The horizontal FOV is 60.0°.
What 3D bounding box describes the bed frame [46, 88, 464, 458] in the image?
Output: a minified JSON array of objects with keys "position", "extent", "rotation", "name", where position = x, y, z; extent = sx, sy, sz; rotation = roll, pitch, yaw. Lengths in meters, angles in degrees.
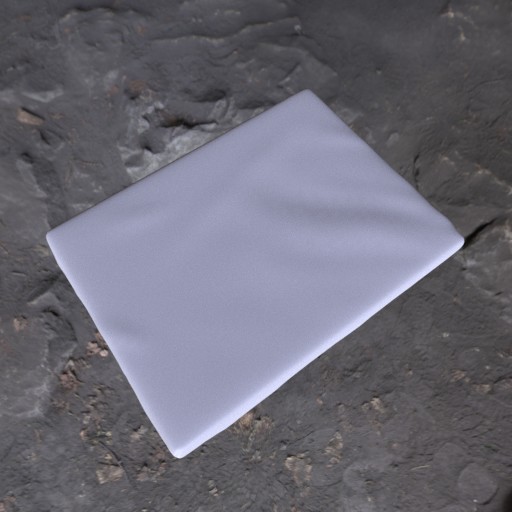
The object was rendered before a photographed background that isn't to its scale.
[{"position":[0.000,0.000,2.966],"extent":[2.151,0.667,1.584],"rotation":[-33,69,-14],"name":"bed frame"}]
